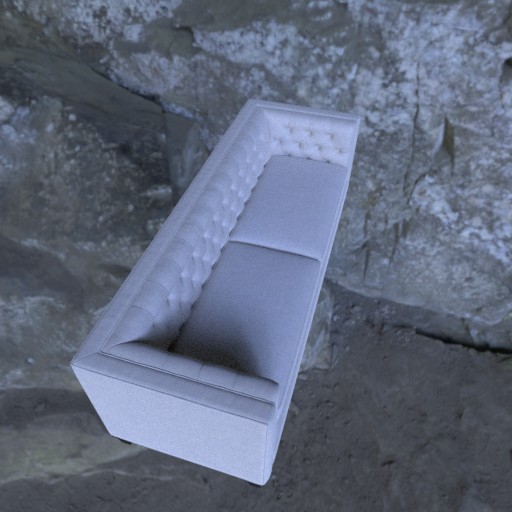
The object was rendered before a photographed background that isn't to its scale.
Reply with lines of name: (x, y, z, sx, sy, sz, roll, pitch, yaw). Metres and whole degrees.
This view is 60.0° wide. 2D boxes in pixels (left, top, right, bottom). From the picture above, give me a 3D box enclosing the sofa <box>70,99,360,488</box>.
sofa: (0.000, 0.000, 2.519, 0.775, 0.762, 2.159, 13, 47, 12)
